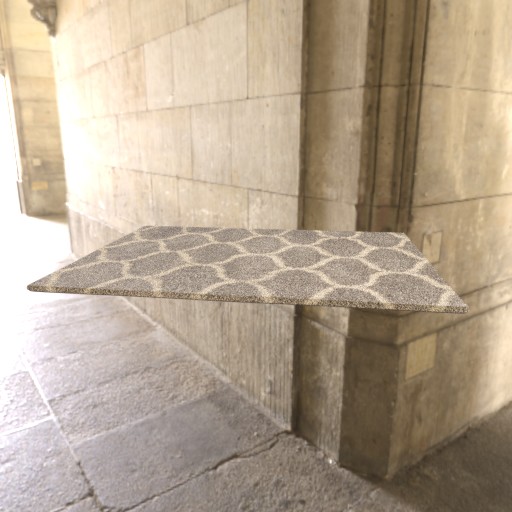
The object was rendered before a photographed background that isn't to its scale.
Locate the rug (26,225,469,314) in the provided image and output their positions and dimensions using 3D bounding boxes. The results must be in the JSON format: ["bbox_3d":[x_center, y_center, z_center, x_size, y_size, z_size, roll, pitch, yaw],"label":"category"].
[{"bbox_3d":[0.000,0.000,2.143,1.600,0.025,1.200,2,15,8],"label":"rug"}]
